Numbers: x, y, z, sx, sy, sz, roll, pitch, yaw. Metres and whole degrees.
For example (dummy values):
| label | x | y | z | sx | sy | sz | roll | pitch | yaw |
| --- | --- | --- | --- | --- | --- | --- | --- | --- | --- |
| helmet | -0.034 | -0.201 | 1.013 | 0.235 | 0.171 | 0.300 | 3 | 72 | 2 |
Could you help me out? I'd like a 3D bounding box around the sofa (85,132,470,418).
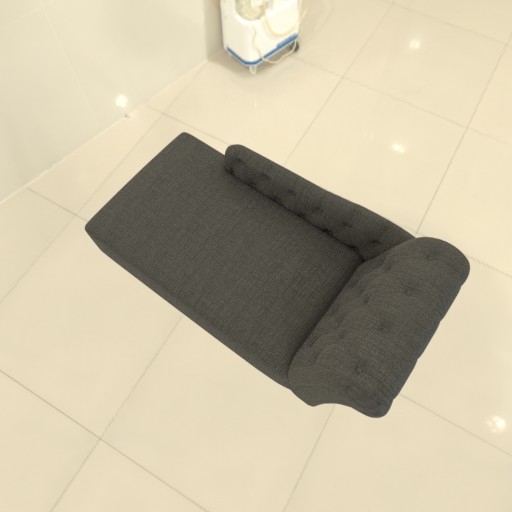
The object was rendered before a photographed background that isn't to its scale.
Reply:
| label | x | y | z | sx | sy | sz | roll | pitch | yaw |
| --- | --- | --- | --- | --- | --- | --- | --- | --- | --- |
| sofa | 0.000 | 0.000 | 1.829 | 1.379 | 0.787 | 0.675 | 34 | 70 | 15 |
